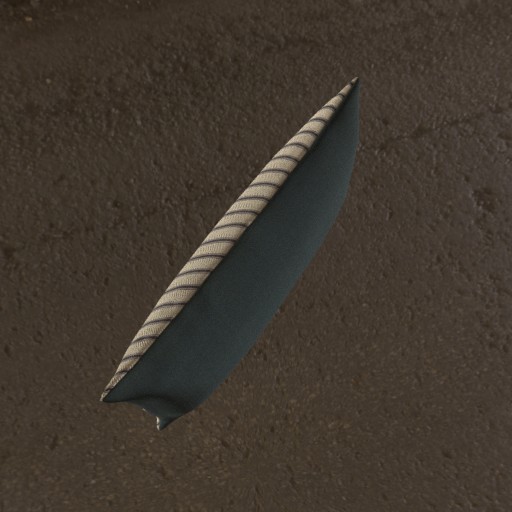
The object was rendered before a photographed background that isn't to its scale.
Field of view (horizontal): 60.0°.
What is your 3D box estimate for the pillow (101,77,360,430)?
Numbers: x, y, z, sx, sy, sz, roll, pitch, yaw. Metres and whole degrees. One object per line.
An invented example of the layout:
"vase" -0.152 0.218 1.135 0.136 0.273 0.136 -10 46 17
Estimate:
"pillow" 0.000 0.000 0.732 0.151 0.305 0.609 31 68 14
